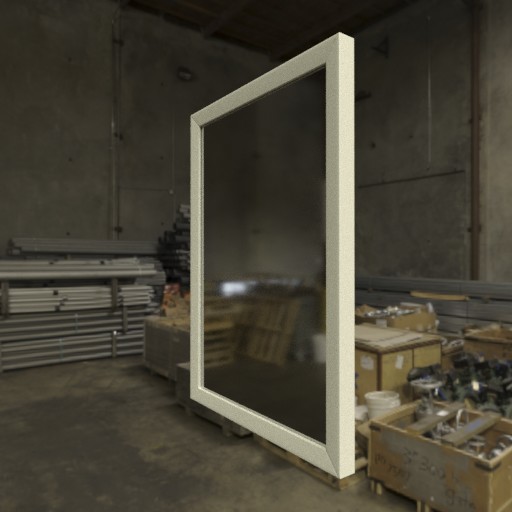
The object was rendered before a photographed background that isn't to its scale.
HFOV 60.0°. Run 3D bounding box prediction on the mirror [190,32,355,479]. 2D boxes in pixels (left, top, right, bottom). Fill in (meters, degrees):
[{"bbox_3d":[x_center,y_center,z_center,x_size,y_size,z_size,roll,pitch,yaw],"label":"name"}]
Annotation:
[{"bbox_3d":[0.000,0.000,0.921,0.040,0.710,0.507,0,-1,-36],"label":"mirror"}]
